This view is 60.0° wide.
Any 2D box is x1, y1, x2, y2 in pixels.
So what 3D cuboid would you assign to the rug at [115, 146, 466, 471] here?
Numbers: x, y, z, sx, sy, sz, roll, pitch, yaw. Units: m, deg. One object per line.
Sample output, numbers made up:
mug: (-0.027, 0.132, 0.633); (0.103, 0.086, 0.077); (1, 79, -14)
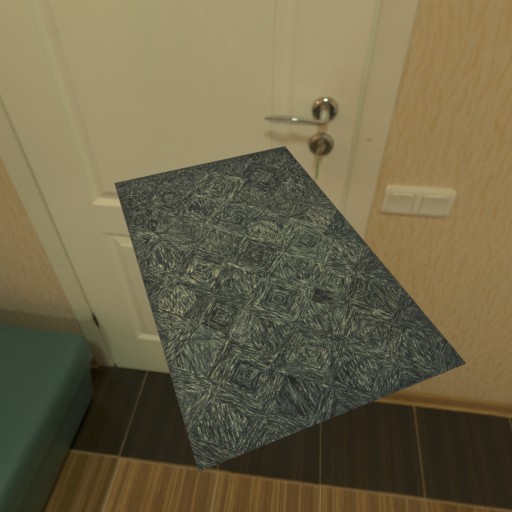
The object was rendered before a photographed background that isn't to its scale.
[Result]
rug: (0.000, 0.000, 2.930); (1.478, 0.017, 2.330); (-16, 47, -15)
